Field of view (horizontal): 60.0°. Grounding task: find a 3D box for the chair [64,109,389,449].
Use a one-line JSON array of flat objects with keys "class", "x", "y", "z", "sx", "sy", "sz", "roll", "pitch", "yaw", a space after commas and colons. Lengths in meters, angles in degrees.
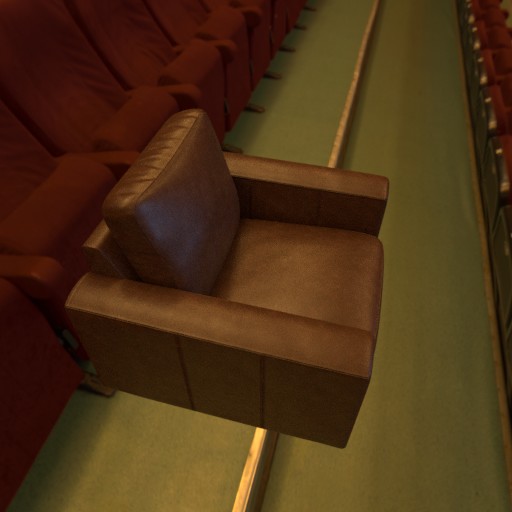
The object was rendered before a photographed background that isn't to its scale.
[{"class": "chair", "x": 0.000, "y": 0.000, "z": 1.747, "sx": 1.016, "sy": 0.873, "sz": 1.005, "roll": 11, "pitch": 47, "yaw": 10}]
